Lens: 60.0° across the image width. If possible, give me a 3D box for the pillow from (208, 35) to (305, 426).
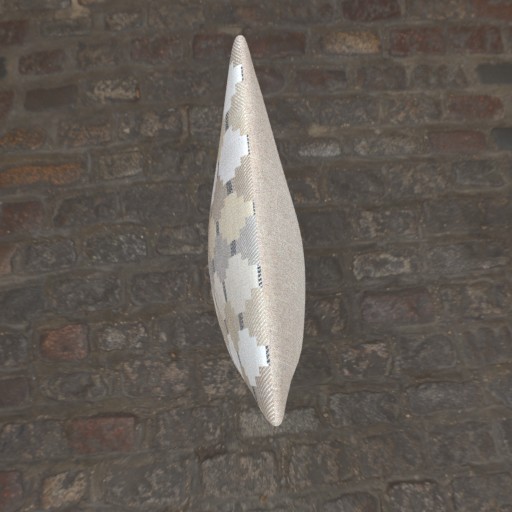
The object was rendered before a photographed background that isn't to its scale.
[{"bbox_3d":[0.000,0.000,0.866,0.192,0.558,0.578,-5,75,-1],"label":"pillow"}]
